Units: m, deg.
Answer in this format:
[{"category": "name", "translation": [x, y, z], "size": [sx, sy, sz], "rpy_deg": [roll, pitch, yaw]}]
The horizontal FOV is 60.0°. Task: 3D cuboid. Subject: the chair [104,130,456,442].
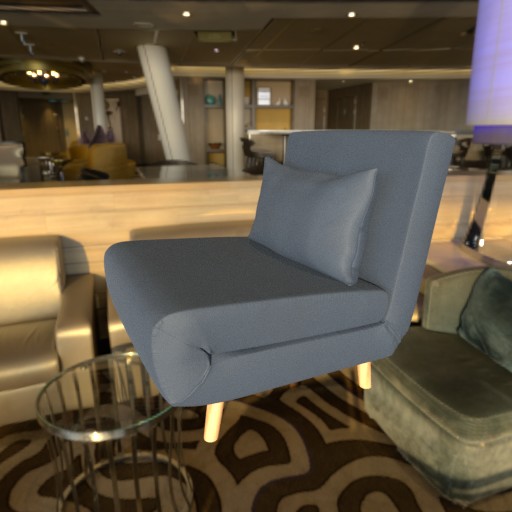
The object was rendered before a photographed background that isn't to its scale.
[{"category": "chair", "translation": [0.000, 0.000, 1.472], "size": [0.900, 0.808, 0.770], "rpy_deg": [-8, 17, -26]}]
